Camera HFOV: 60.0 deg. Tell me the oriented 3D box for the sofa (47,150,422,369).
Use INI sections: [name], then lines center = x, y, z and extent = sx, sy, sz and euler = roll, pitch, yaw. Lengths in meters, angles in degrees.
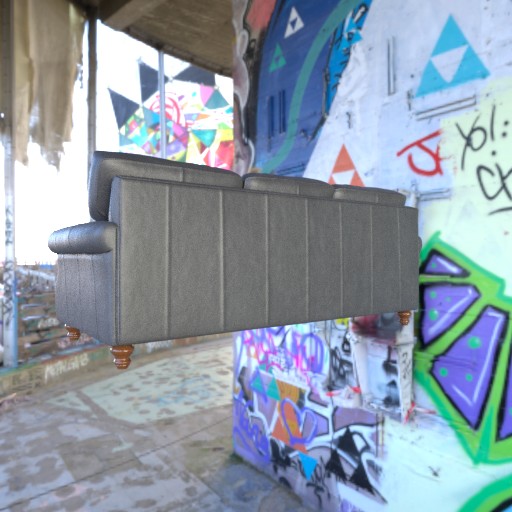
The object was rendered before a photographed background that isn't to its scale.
[sofa]
center = 0.000, 0.000, 2.869
extent = 2.387, 0.977, 0.974
euler = 0, 0, -36
